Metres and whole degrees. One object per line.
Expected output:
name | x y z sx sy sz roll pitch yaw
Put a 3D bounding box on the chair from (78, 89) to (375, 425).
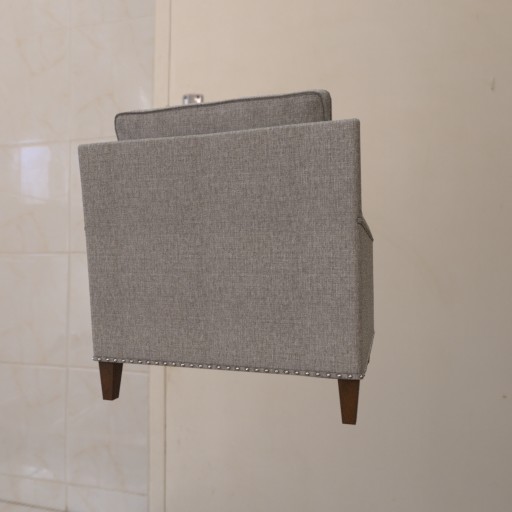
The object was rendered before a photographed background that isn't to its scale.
chair | 0.000 0.000 1.702 0.853 0.943 1.014 0 -2 17
